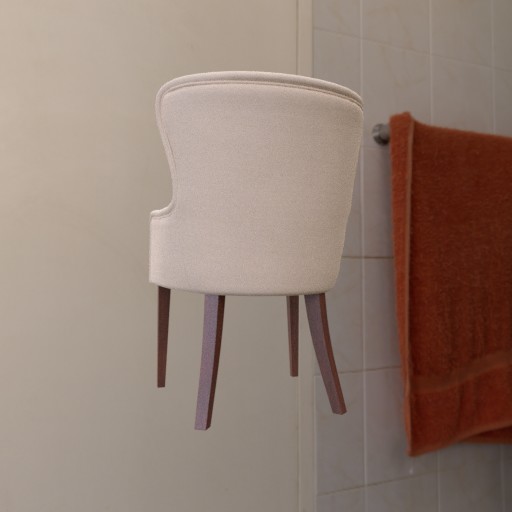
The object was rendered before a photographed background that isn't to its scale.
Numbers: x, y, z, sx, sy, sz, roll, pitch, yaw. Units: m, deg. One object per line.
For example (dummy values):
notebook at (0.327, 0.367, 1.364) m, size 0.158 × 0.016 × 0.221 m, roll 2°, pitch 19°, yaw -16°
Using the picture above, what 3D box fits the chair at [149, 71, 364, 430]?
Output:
chair at (0.000, 0.000, 1.507) m, size 0.696 × 0.990 × 0.744 m, roll 1°, pitch -2°, yaw -18°
